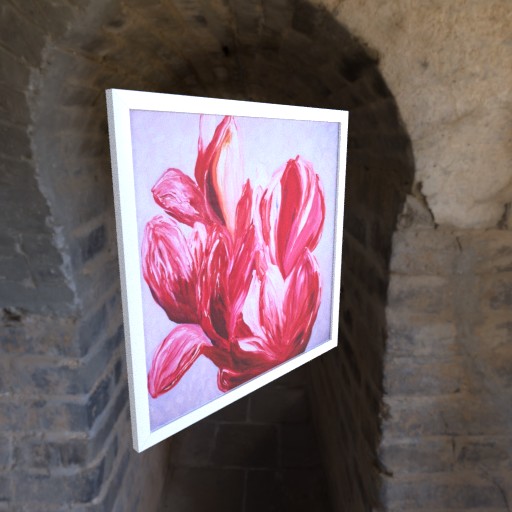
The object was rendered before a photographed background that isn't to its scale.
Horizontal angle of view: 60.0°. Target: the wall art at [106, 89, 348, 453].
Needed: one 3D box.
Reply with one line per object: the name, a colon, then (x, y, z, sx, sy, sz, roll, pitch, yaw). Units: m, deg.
wall art: (0.000, 0.000, 1.010, 0.020, 0.661, 0.664, 13, 19, 43)
